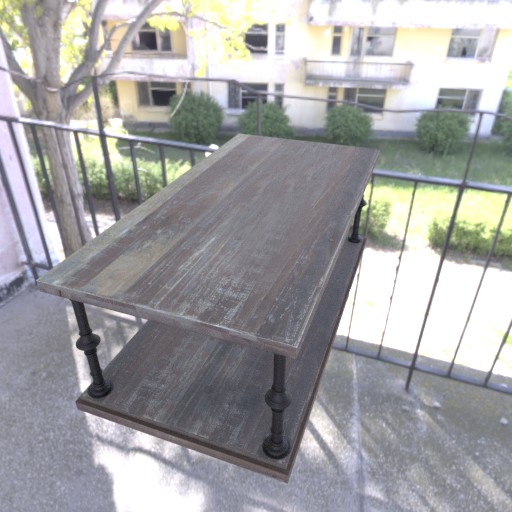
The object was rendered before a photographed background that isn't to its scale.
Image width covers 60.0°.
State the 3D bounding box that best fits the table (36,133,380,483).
[{"bbox_3d":[0.000,0.000,1.363,0.554,0.399,1.088,11,34,17],"label":"table"}]
